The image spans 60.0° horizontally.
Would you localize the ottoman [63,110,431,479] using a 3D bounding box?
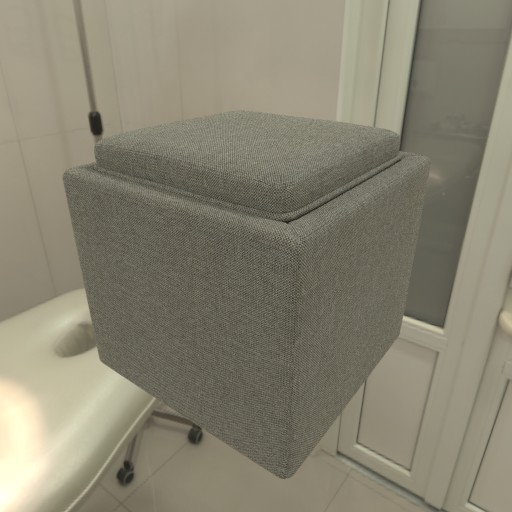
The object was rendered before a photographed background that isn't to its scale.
[{"bbox_3d":[0.000,0.000,0.817,0.450,0.460,0.450,19,32,32],"label":"ottoman"}]
